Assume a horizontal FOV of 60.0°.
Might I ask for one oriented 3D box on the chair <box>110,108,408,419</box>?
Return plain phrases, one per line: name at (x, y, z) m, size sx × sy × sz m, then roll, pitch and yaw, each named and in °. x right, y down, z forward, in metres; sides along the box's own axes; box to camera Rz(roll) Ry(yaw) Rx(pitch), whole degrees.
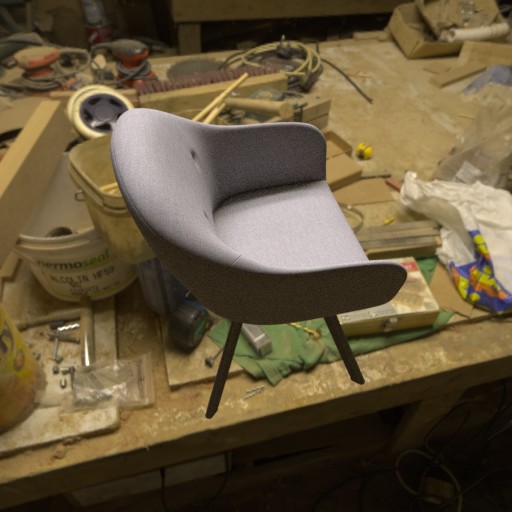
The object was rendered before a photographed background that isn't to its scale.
chair at (0.000, 0.000, 1.152) m, size 0.570 × 0.780 × 0.540 m, roll -10°, pitch 48°, yaw -9°
